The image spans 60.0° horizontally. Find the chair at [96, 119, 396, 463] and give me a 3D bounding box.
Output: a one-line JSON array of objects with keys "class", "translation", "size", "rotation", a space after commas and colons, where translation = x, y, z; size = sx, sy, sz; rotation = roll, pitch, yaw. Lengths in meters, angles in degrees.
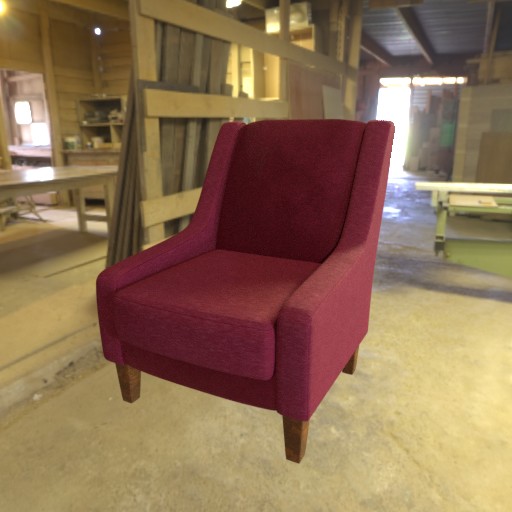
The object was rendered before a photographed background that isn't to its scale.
[{"class": "chair", "translation": [0.000, 0.000, 1.690], "size": [0.793, 1.017, 0.985], "rotation": [8, 17, 27]}]
